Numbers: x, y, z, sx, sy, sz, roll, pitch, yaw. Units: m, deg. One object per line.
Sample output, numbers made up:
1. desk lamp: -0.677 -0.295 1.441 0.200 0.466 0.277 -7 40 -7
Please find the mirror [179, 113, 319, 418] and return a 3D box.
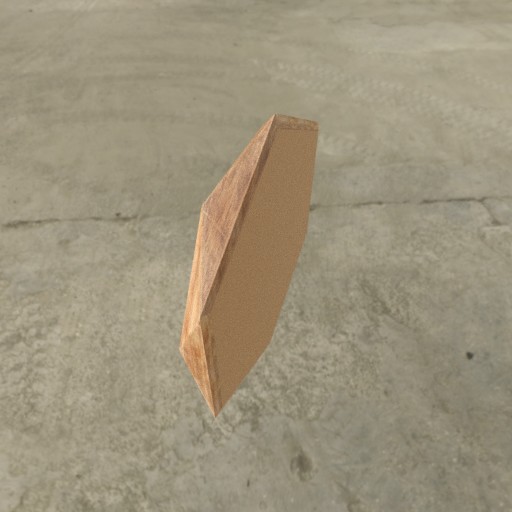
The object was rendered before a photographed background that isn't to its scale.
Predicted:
1. mirror: 0.000 0.000 1.095 0.091 0.779 0.675 17 49 15
